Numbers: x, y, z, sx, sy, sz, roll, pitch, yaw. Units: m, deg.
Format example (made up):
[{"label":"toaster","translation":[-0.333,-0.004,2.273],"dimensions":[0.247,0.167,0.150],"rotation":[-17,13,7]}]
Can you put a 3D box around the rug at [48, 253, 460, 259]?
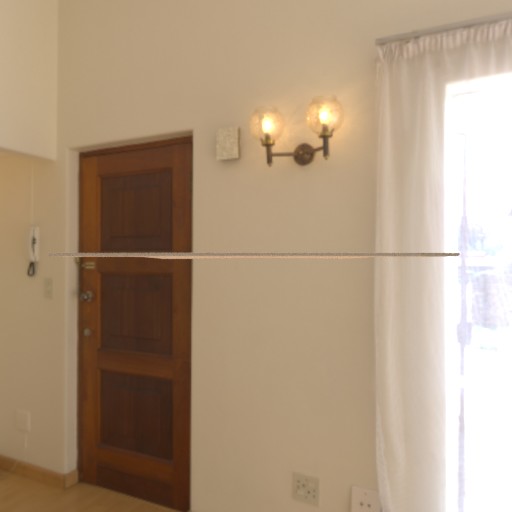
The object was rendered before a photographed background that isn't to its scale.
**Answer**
[{"label":"rug","translation":[0.000,0.000,4.254],"dimensions":[2.467,0.046,3.245],"rotation":[0,-1,1]}]
